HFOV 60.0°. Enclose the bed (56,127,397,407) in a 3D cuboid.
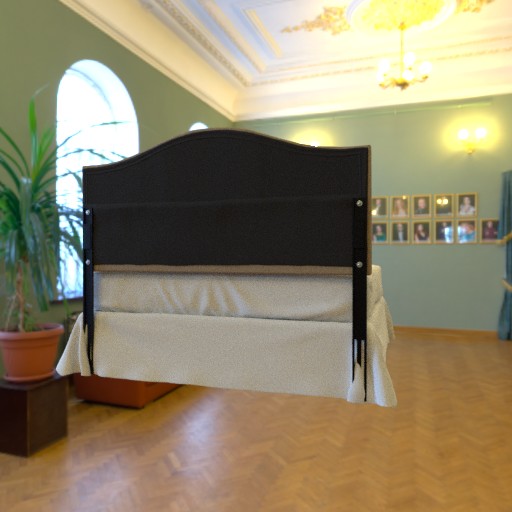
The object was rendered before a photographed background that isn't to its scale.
[{"bbox_3d":[0.000,0.000,3.792,2.311,1.651,2.222,0,1,18],"label":"bed"}]
